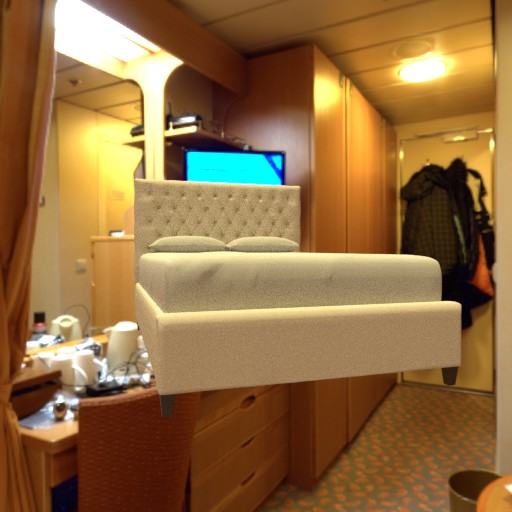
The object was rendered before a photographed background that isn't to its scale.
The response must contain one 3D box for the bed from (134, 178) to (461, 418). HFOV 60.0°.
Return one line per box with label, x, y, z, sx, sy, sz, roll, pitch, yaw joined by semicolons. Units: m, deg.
bed;0.000;0.000;3.348;1.698;1.427;2.387;0;1;-18
